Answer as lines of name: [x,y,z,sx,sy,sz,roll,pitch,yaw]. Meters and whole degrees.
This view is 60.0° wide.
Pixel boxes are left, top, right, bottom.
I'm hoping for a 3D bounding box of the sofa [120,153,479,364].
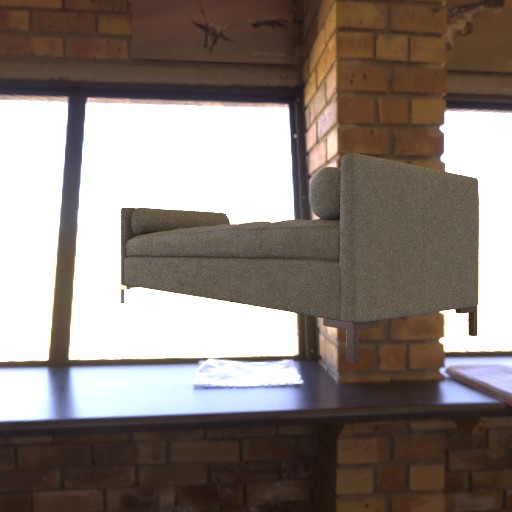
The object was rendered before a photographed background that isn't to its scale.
sofa: [0.000,0.000,2.432,0.797,0.657,2.102,0,0,-37]
